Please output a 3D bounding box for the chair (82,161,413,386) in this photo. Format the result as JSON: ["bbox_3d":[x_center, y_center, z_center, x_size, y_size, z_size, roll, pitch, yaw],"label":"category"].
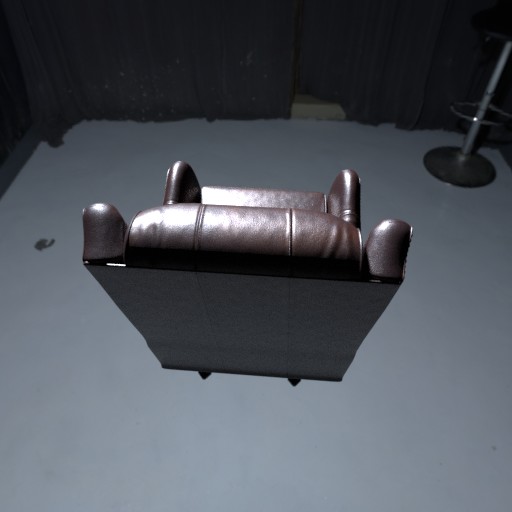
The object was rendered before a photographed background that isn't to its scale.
[{"bbox_3d":[0.000,0.000,1.787,0.869,1.084,1.008,3,47,3],"label":"chair"}]
